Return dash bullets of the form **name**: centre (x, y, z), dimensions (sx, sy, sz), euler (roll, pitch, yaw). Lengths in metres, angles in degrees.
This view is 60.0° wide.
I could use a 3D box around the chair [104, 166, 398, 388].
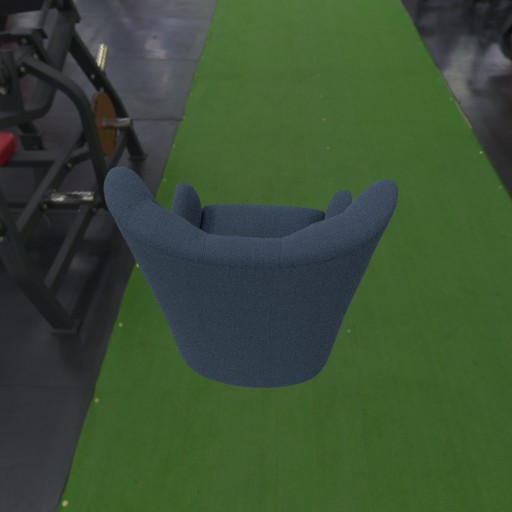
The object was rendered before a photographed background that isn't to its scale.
- **chair**: centre (0.000, 0.000, 1.772), dimensions (0.831, 1.079, 0.930), euler (3, 46, 3)
